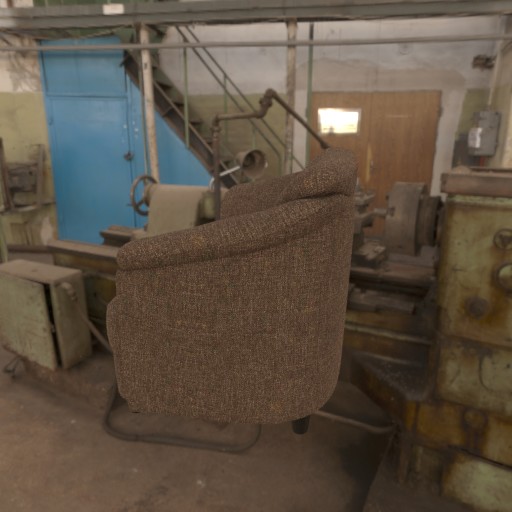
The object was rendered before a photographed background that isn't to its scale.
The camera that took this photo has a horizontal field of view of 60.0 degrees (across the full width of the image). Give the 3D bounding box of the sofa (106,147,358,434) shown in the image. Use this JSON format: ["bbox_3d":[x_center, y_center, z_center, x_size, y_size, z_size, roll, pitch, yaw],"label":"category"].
[{"bbox_3d":[0.000,0.000,1.923,0.799,0.895,1.404,3,17,11],"label":"sofa"}]
